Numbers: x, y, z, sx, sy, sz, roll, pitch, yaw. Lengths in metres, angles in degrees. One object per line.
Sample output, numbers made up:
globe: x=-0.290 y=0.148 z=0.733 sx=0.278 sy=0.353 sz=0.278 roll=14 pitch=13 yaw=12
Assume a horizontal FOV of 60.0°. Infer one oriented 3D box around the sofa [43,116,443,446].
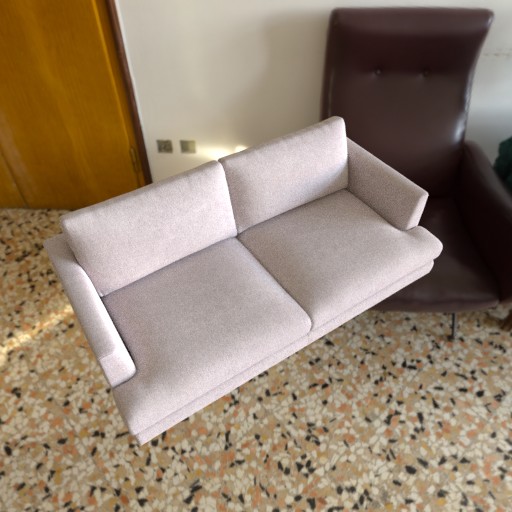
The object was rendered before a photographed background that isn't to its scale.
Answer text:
sofa: x=0.000 y=0.000 z=2.467 sx=1.948 sy=0.868 sz=1.020 roll=-26 pitch=52 yaw=-22
